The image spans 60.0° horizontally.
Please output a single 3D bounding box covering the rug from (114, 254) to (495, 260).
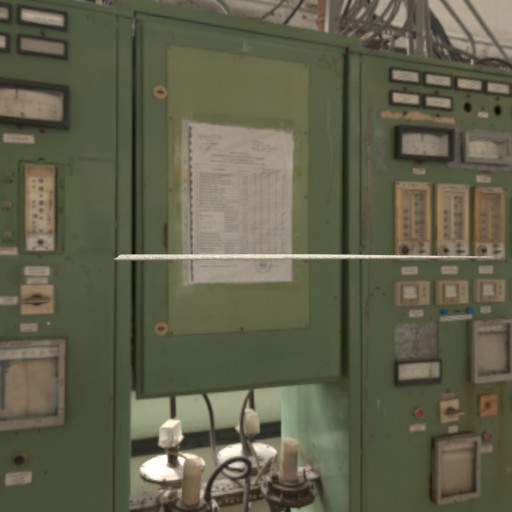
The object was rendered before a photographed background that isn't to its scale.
[{"bbox_3d":[0.000,0.000,3.973,2.363,0.012,2.980,0,1,-17],"label":"rug"}]
